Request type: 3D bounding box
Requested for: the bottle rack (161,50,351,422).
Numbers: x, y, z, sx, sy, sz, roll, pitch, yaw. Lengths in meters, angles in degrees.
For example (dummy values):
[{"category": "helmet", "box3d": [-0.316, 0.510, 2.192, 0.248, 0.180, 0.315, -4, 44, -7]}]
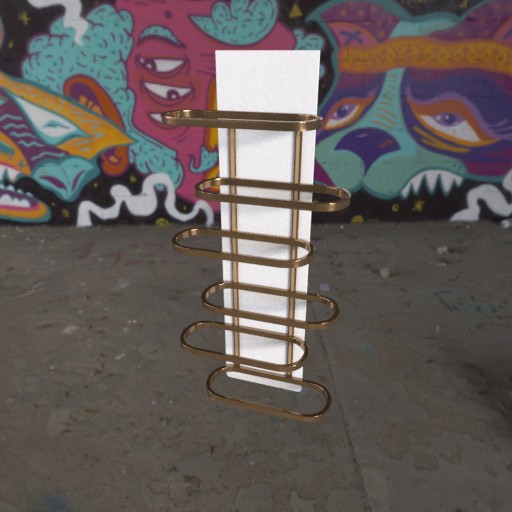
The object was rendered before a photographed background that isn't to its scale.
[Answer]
[{"category": "bottle rack", "box3d": [0.000, 0.000, 0.842, 0.332, 0.709, 0.118, 8, 26, 16]}]
